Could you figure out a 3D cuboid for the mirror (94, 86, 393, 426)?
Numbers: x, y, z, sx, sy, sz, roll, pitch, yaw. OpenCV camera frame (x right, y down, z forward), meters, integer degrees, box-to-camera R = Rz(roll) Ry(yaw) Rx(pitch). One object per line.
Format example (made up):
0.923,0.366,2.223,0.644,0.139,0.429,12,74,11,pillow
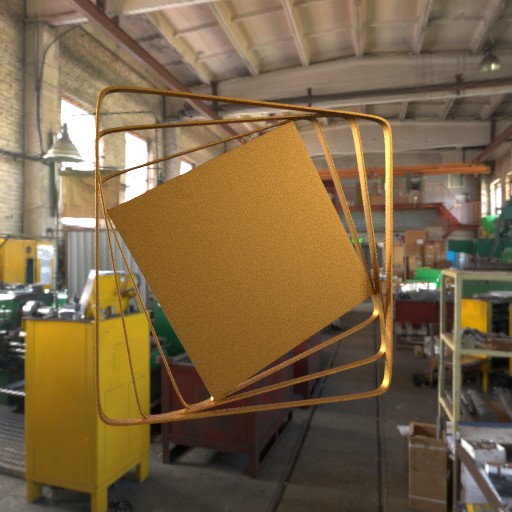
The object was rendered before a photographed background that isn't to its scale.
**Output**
0.000,0.000,0.685,0.470,0.468,0.045,0,0,-19,mirror
